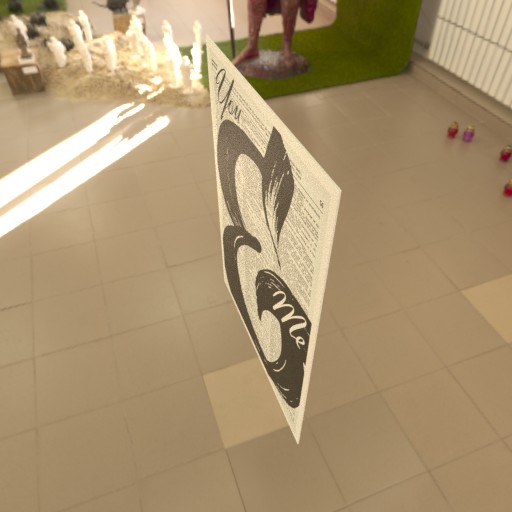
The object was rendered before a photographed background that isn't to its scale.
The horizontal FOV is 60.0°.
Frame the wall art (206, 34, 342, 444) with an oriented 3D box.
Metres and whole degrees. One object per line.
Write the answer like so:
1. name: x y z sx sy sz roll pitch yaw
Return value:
1. wall art: 0.000 0.000 0.798 0.003 0.609 0.457 -15 47 -15
